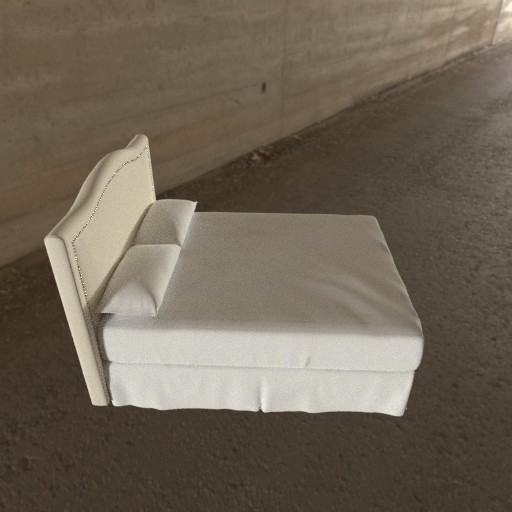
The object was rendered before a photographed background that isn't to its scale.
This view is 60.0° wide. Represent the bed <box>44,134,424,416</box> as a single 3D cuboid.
[{"bbox_3d":[0.000,0.000,3.307,2.143,1.460,1.753,1,32,2],"label":"bed"}]
